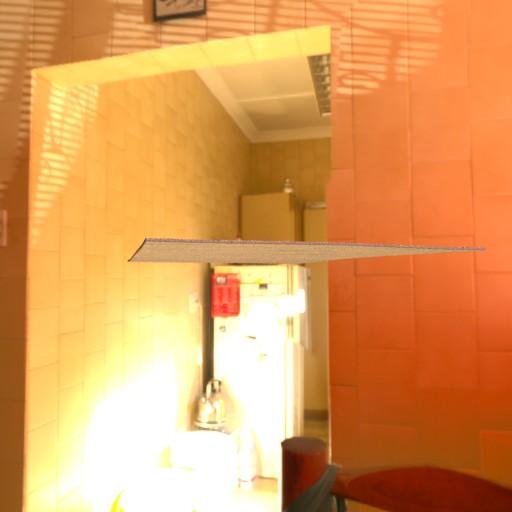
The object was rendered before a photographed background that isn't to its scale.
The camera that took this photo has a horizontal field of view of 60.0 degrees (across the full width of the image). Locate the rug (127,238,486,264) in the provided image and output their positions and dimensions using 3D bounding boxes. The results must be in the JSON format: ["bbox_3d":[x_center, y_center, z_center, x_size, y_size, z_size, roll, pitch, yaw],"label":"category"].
[{"bbox_3d":[0.000,0.000,3.007,1.616,0.030,2.338,1,-3,-18],"label":"rug"}]
